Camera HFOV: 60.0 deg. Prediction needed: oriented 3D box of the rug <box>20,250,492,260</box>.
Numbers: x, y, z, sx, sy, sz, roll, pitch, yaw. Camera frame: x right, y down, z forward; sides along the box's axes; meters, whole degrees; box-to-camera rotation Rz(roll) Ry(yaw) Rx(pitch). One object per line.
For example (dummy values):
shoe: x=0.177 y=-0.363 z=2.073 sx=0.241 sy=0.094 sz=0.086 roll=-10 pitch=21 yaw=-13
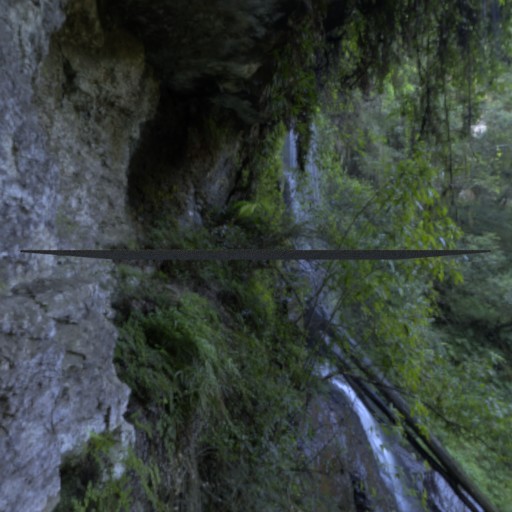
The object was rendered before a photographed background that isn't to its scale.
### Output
rug: x=0.000 y=0.000 z=3.055 sx=2.444 sy=0.012 sz=1.526 roll=0 pitch=-2 yaw=0
